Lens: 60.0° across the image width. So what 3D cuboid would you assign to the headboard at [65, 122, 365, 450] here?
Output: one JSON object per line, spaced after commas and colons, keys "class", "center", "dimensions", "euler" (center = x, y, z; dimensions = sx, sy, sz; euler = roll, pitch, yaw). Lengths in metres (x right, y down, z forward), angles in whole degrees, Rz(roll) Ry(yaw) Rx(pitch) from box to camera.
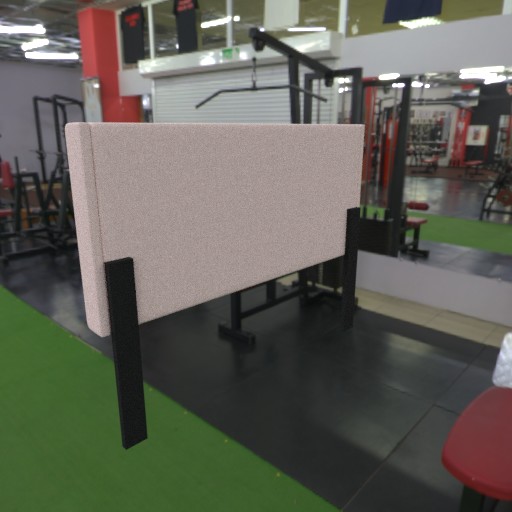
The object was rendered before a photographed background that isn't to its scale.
{"class": "headboard", "center": [0.000, 0.000, 2.666], "dimensions": [2.051, 1.524, 0.184], "euler": [-15, 22, -43]}
